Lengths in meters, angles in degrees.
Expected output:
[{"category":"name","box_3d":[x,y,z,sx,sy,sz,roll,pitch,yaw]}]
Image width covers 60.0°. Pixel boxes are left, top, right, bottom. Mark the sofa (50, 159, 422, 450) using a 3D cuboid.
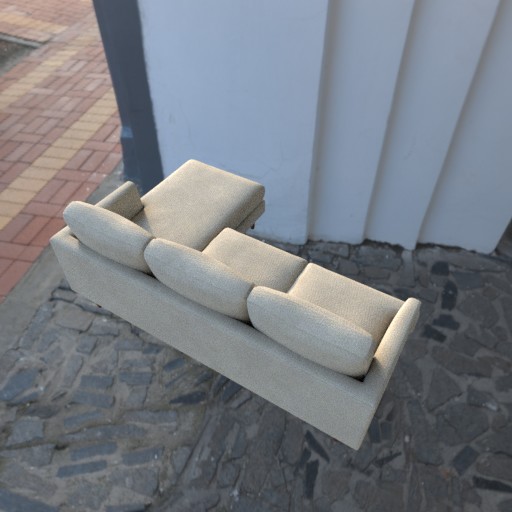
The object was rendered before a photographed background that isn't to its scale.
[{"category":"sofa","box_3d":[0.000,0.000,3.058,2.233,0.956,1.504,23,50,21]}]
